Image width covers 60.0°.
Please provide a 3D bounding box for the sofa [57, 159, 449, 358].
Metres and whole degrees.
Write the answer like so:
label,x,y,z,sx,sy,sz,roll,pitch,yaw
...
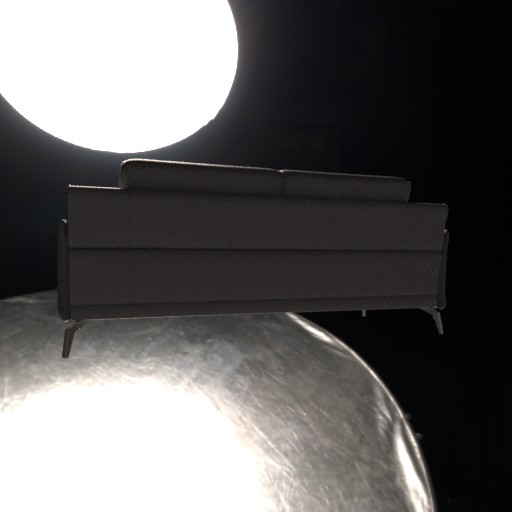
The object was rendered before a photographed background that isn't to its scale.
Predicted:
label,x,y,z,sx,sy,sz,roll,pitch,yaw
sofa,0.000,0.000,2.627,2.100,0.900,0.969,0,-1,-19
